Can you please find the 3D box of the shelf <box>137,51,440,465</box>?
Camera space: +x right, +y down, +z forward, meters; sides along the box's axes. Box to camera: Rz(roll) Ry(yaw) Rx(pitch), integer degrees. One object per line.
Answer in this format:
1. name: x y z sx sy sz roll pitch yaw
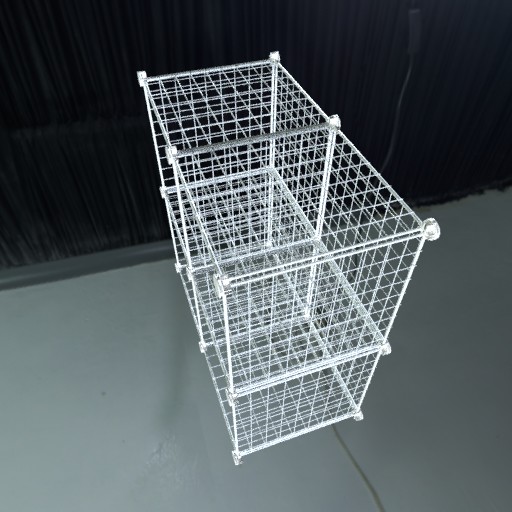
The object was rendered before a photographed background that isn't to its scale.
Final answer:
1. shelf: 0.000 0.000 1.126 0.356 0.711 0.711 -14 48 -13
